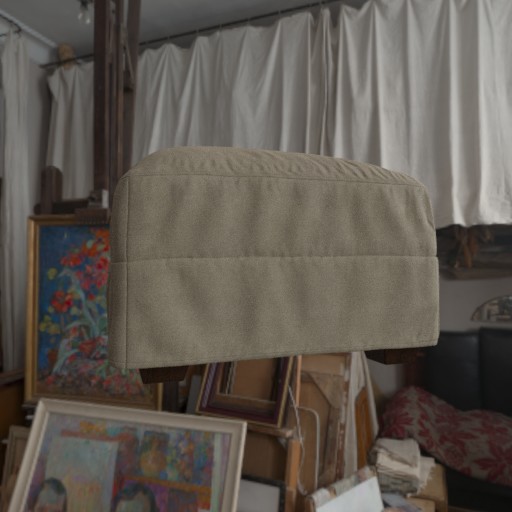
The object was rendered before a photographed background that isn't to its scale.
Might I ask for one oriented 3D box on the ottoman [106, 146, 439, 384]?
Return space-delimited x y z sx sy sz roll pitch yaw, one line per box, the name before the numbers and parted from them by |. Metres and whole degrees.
ottoman | 0.000 0.000 1.114 0.712 0.480 0.584 1 -2 -18
